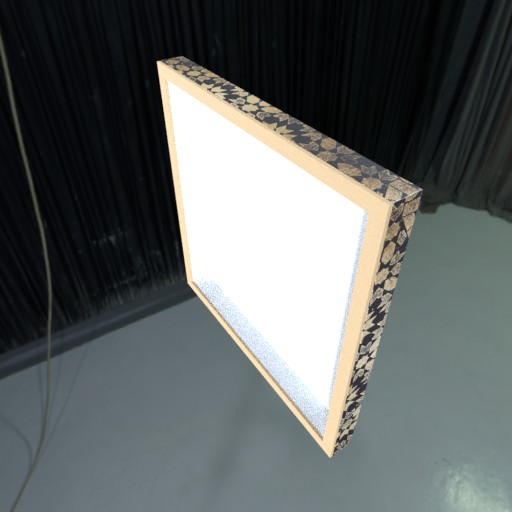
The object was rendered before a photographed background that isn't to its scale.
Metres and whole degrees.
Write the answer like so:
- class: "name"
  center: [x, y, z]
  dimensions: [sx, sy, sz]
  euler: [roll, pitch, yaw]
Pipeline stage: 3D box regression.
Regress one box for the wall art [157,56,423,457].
- class: "wall art"
  center: [0.000, 0.000, 0.594]
  dimensions: [0.038, 0.405, 0.405]
  euler: [-24, 46, -25]
